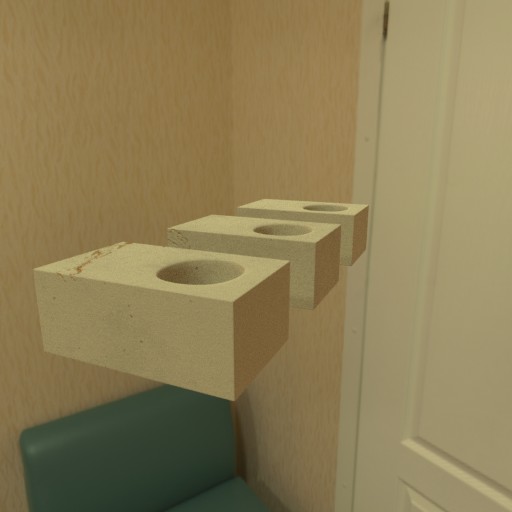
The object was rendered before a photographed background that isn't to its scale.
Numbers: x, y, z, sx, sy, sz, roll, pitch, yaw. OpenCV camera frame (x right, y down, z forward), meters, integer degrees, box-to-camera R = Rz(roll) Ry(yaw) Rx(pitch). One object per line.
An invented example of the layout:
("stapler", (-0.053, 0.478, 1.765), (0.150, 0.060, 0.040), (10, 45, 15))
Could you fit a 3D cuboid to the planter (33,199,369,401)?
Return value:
("planter", (0.000, 0.000, 0.378), (0.127, 0.051, 0.333), (6, 16, 23))
